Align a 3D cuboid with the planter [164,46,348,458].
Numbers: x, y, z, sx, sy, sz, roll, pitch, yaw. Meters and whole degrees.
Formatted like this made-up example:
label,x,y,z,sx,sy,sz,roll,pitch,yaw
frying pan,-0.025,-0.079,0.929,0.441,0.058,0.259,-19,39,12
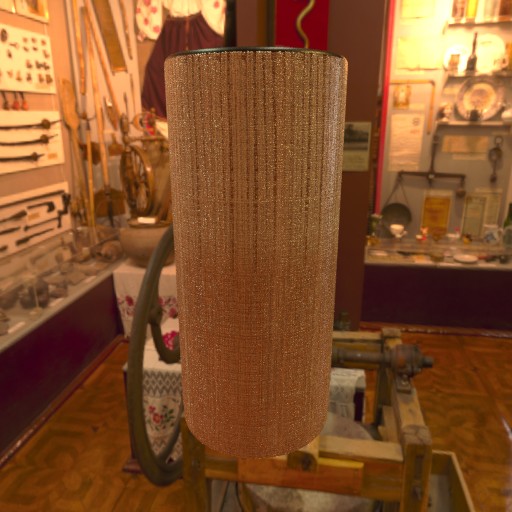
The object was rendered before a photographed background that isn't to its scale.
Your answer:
label,x,y,z,sx,sy,sz,roll,pitch,yaw
planter,0.000,0.000,0.279,0.100,0.227,0.100,3,18,11
